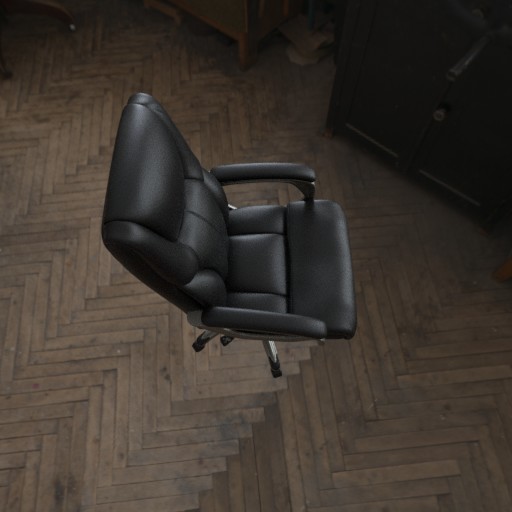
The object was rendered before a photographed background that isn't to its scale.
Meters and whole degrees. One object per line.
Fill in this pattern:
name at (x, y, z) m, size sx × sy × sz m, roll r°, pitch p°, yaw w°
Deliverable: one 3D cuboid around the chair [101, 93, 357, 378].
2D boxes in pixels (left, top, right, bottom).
chair at (0.000, 0.000, 1.609) m, size 0.739 × 1.155 × 0.663 m, roll 0°, pitch 64°, yaw 0°
